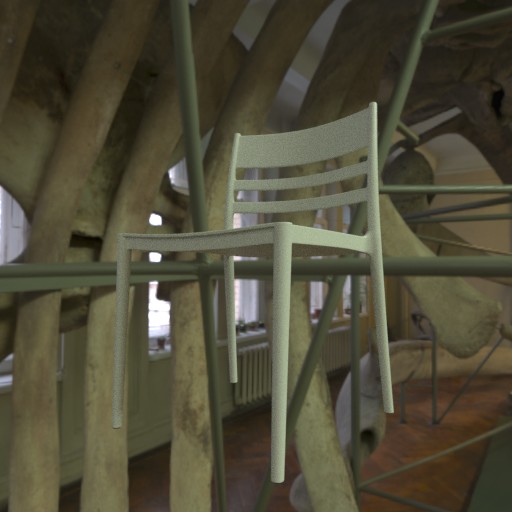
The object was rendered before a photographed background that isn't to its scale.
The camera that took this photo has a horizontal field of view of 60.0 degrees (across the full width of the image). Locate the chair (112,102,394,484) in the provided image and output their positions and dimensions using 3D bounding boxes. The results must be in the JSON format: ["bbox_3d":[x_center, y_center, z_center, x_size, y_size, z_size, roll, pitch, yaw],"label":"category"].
[{"bbox_3d":[0.000,0.000,1.107,0.531,0.800,0.511,-1,-2,36],"label":"chair"}]
